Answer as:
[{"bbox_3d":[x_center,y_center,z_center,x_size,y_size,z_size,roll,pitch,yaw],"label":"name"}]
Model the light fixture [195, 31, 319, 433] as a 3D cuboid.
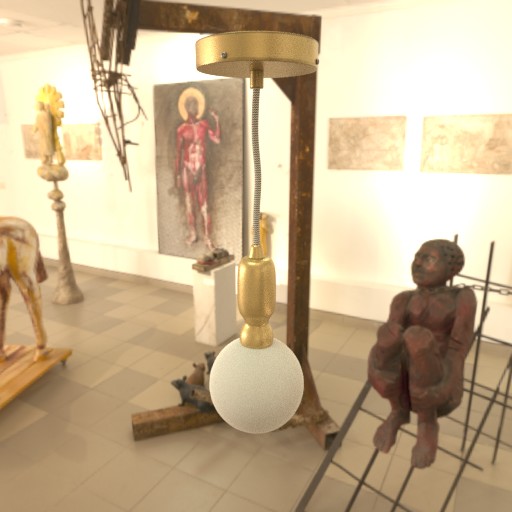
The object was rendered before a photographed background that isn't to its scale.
[{"bbox_3d":[0.000,0.000,0.583,0.147,0.510,0.146,8,17,27],"label":"light fixture"}]
